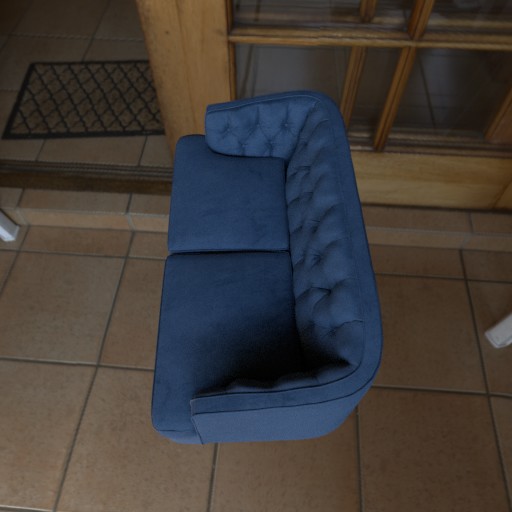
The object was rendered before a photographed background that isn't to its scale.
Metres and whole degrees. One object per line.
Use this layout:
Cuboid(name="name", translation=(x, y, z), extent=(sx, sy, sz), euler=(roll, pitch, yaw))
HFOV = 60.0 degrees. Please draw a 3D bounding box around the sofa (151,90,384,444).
Cuboid(name="sofa", translation=(0.000, 0.000, 2.299), extent=(0.941, 0.854, 1.733), euler=(-1, 58, -1))
